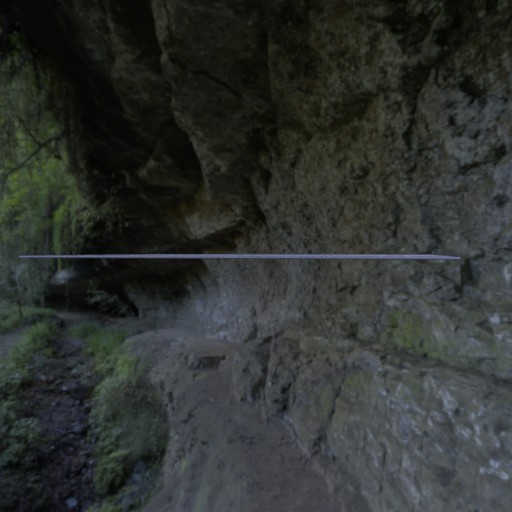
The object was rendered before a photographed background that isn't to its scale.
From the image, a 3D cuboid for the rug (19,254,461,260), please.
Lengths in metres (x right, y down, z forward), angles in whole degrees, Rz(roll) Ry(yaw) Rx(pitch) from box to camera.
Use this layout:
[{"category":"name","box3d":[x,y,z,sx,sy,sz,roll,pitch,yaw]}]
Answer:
[{"category":"rug","box3d":[0.000,0.000,2.884,2.260,0.013,1.600,0,1,18]}]
